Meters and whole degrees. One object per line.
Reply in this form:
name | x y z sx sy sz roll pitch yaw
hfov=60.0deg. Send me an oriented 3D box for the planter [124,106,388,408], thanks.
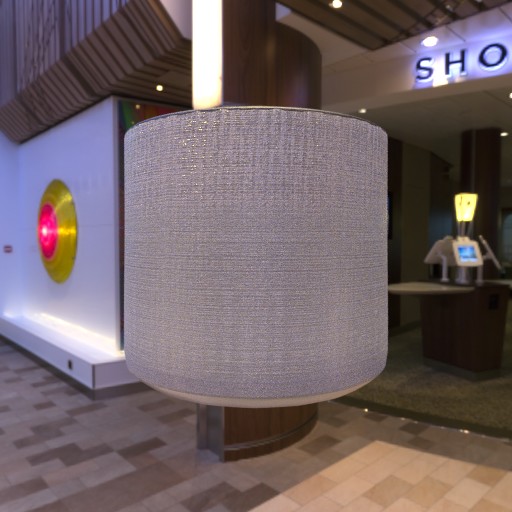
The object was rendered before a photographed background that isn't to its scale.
planter | 0.000 0.000 0.218 0.125 0.112 0.125 0 2 0
